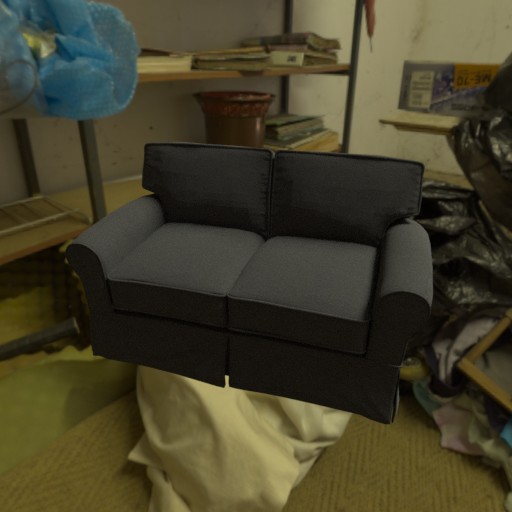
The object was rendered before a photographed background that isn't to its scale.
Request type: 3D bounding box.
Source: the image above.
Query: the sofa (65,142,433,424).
[{"bbox_3d":[0.000,0.000,2.450,1.801,1.059,0.997,8,27,16],"label":"sofa"}]
